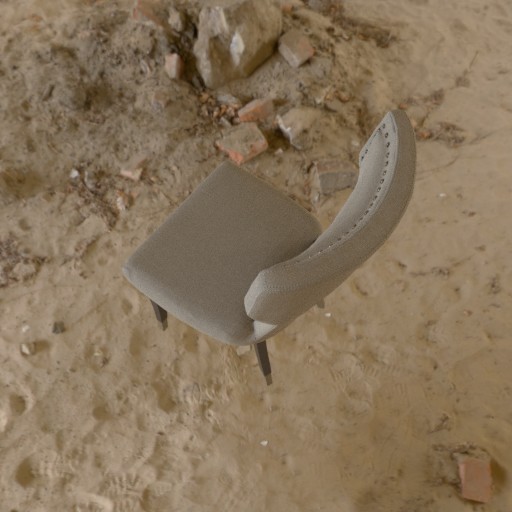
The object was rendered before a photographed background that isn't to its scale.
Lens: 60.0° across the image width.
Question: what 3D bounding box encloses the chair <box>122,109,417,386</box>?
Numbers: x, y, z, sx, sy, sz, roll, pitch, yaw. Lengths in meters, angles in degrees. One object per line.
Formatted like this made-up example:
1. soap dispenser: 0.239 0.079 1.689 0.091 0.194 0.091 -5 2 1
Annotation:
1. chair: 0.000 0.000 1.289 0.630 0.955 0.526 32 66 16
